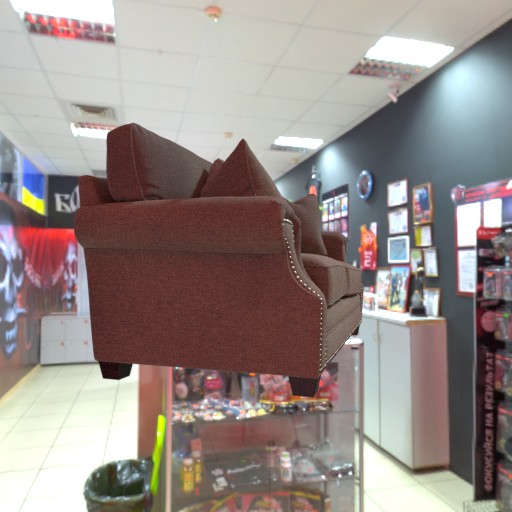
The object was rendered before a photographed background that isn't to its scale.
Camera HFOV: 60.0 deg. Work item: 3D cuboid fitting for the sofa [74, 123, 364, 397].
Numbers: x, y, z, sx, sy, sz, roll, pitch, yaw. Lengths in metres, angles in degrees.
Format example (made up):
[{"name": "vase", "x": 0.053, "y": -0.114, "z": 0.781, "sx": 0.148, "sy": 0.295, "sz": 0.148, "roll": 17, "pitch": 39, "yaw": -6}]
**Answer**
[{"name": "sofa", "x": 0.000, "y": 0.000, "z": 2.288, "sx": 0.966, "sy": 0.966, "sz": 1.701, "roll": -1, "pitch": -2, "yaw": 18}]
